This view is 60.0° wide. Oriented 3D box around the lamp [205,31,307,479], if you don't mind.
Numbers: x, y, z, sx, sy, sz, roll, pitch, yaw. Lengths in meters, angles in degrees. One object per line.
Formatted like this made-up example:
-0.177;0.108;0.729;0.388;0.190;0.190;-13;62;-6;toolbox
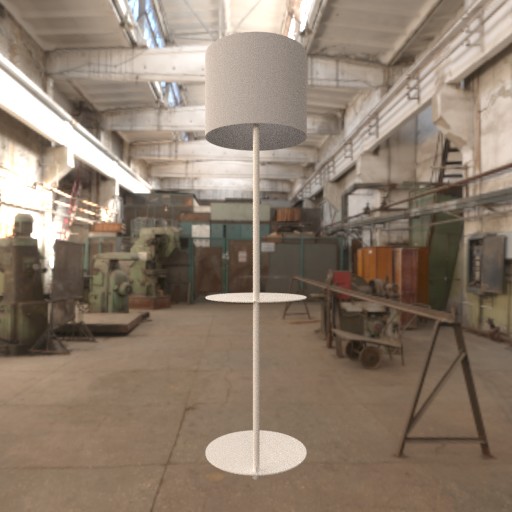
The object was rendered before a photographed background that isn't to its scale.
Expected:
0.000;0.000;1.616;0.372;1.465;0.405;0;0;0;lamp
